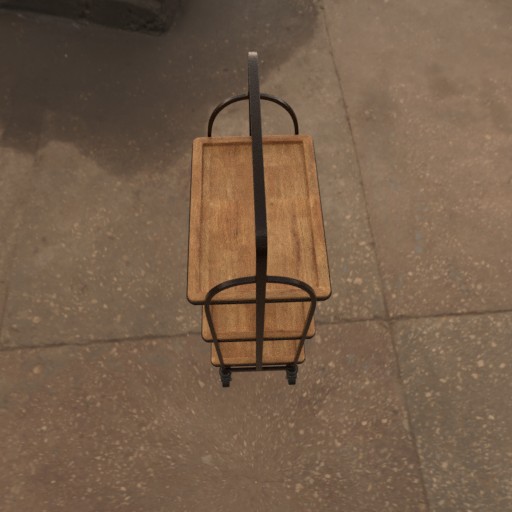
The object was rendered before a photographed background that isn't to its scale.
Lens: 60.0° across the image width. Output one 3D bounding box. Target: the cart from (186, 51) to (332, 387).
[{"bbox_3d":[0.000,0.000,1.275,0.327,1.001,0.553,-2,63,-1],"label":"cart"}]
